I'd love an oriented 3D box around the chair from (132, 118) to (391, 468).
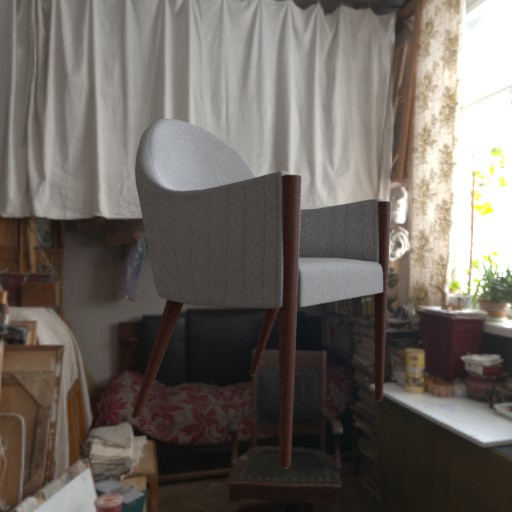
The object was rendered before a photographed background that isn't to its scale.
[{"bbox_3d":[0.000,0.000,1.311,0.620,0.889,0.610,0,0,36],"label":"chair"}]
